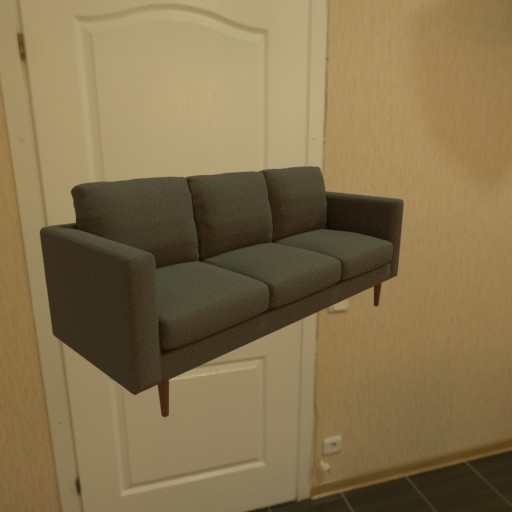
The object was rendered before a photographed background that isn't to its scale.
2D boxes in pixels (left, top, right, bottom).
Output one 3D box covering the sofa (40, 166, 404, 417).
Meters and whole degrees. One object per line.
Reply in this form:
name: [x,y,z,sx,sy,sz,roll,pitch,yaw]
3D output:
sofa: [0.000,0.000,2.505,0.802,0.912,2.029,14,21,42]
